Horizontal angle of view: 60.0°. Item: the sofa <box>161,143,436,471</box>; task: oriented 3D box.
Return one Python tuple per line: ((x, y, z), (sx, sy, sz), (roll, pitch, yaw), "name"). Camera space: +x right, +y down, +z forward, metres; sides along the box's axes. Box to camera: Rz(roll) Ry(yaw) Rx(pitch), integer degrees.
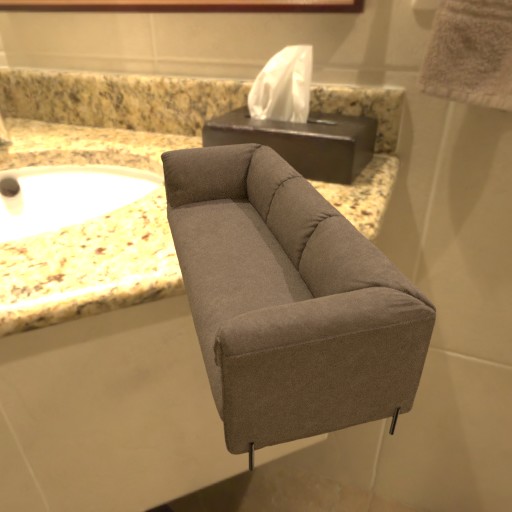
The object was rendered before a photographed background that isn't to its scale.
((0.000, 0.000, 2.679), (0.899, 0.758, 2.238), (-8, 31, -14), "sofa")
